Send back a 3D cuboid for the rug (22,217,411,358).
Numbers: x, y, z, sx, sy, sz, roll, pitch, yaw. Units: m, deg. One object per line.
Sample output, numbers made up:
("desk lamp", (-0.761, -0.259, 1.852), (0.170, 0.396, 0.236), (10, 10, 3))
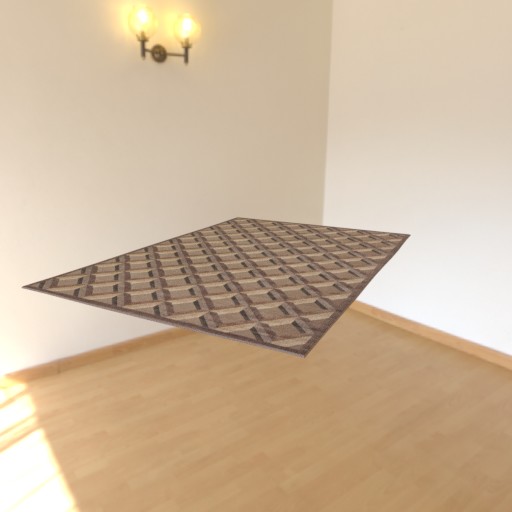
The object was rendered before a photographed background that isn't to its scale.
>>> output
("rug", (0.000, 0.000, 2.924), (1.600, 0.013, 2.260), (8, 17, 27))
